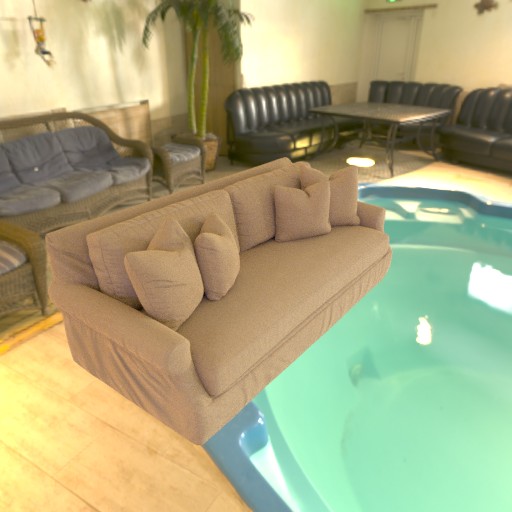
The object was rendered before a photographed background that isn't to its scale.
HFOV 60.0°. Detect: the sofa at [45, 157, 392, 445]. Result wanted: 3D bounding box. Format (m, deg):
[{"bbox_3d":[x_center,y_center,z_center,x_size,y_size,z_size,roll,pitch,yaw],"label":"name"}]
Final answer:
[{"bbox_3d":[0.000,0.000,2.866,1.067,0.904,2.285,18,31,33],"label":"sofa"}]
